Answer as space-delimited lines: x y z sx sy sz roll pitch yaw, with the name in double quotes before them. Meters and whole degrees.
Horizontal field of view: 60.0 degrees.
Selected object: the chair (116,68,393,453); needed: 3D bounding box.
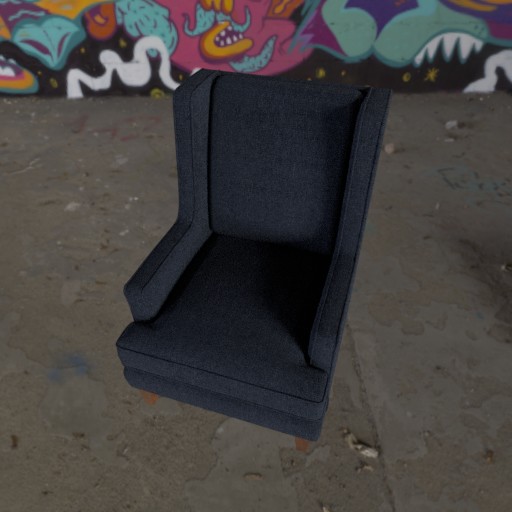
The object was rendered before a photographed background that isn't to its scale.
"chair" 0.000 0.000 1.710 0.764 1.072 0.947 12 42 14
